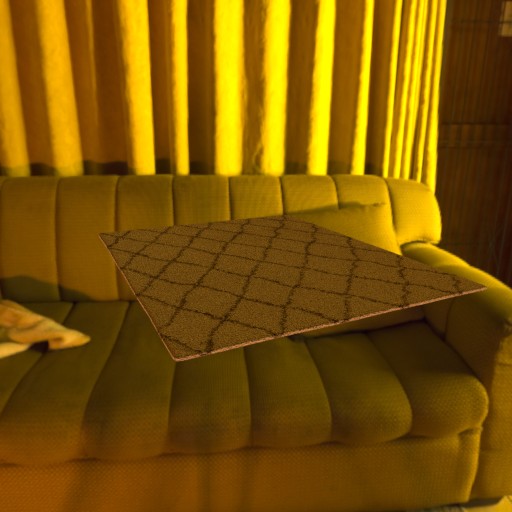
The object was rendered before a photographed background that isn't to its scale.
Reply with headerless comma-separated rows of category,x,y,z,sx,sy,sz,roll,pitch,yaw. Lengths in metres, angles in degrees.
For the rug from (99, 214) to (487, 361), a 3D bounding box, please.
rug,0.000,0.000,4.154,2.438,0.029,3.047,-8,19,-25
